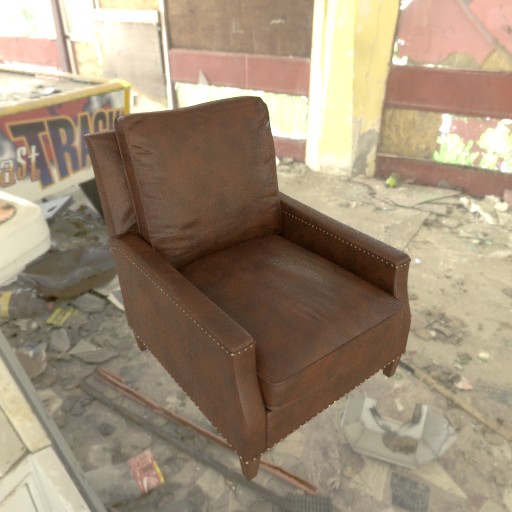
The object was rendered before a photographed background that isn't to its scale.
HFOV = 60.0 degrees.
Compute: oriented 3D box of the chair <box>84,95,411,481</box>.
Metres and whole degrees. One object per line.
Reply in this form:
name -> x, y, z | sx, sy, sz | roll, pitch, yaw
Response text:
chair -> 0.000, 0.000, 1.766 | 0.854, 1.054, 1.035 | -22, 37, -32
